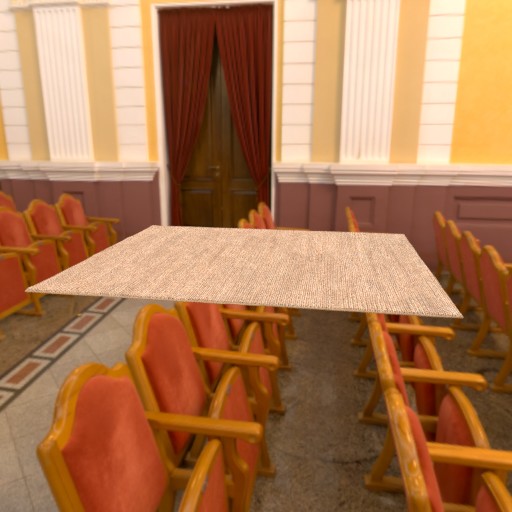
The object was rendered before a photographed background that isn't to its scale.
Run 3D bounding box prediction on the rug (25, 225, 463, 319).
[{"bbox_3d":[0.000,0.000,4.166,3.052,0.030,2.429,2,16,9],"label":"rug"}]
